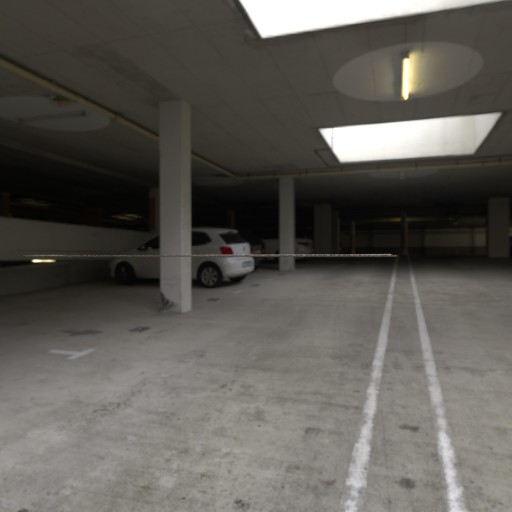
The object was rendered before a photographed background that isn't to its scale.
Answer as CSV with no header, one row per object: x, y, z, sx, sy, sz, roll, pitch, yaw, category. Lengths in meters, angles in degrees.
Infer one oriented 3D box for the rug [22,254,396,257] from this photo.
0.000,0.000,3.925,2.371,0.012,3.000,0,0,18,rug
